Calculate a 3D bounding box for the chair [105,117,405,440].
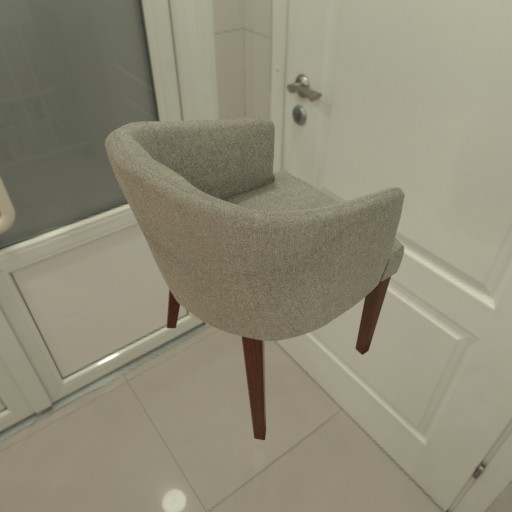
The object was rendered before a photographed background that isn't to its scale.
[{"bbox_3d":[0.000,0.000,1.248,0.655,0.811,0.583,-26,47,-27],"label":"chair"}]
